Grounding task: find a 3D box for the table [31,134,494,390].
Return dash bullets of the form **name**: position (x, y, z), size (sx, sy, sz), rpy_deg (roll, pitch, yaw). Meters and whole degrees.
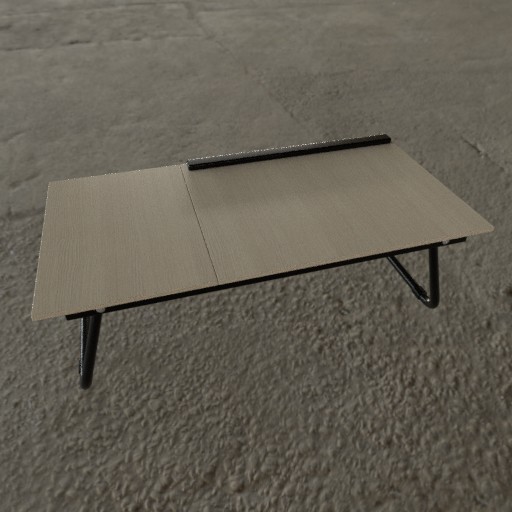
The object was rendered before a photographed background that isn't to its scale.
- **table**: position (0.000, 0.000, 0.775), size (0.644, 0.242, 0.322), rpy_deg (-11, 41, -12)
